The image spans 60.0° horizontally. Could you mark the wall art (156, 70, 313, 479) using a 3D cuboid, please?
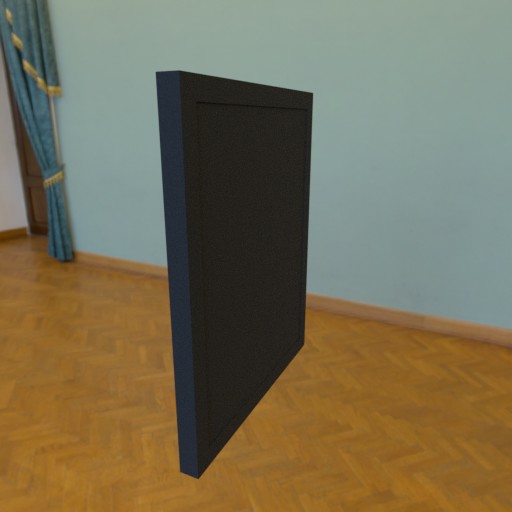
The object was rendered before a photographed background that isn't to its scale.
[{"bbox_3d":[0.000,0.000,0.775,0.033,0.559,0.457,8,19,25],"label":"wall art"}]
